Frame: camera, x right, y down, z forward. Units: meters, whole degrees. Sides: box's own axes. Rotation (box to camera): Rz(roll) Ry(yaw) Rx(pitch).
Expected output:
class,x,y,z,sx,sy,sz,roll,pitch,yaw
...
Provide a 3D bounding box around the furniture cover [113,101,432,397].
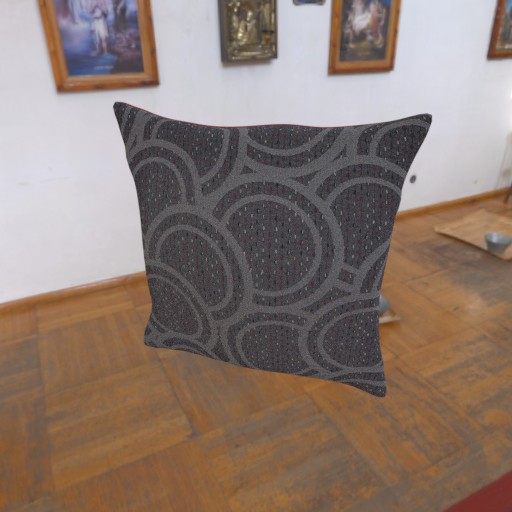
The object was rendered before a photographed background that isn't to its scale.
class,x,y,z,sx,sy,sz,roll,pitch,yaw
furniture cover,0.000,0.000,0.794,0.514,0.513,0.163,8,27,16
